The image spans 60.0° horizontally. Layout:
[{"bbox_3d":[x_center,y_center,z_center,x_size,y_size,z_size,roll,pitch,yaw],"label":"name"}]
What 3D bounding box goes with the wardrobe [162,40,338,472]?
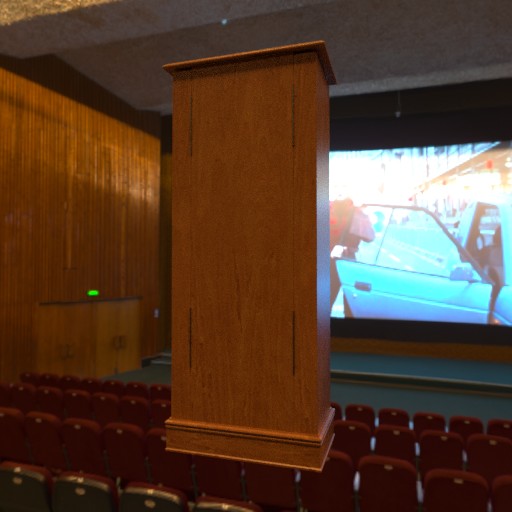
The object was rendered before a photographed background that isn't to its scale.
[{"bbox_3d":[0.000,0.000,1.167,0.406,0.959,0.273,0,-1,18],"label":"wardrobe"}]
